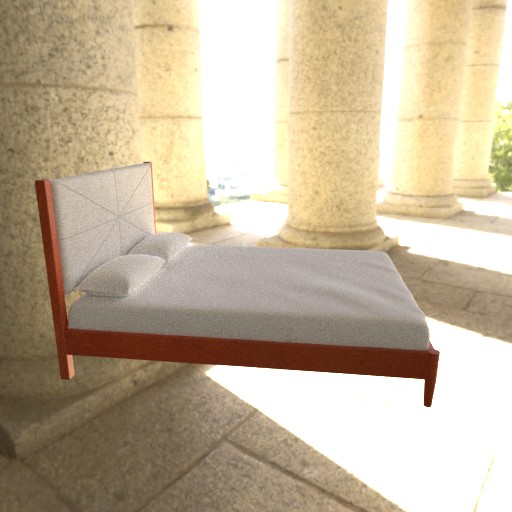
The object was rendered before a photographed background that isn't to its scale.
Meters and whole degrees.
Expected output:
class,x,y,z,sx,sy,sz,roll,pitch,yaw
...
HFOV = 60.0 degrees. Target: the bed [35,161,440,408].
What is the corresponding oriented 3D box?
class,x,y,z,sx,sy,sz,roll,pitch,yaw
bed,0.000,0.000,3.064,2.117,1.165,1.566,2,16,8
